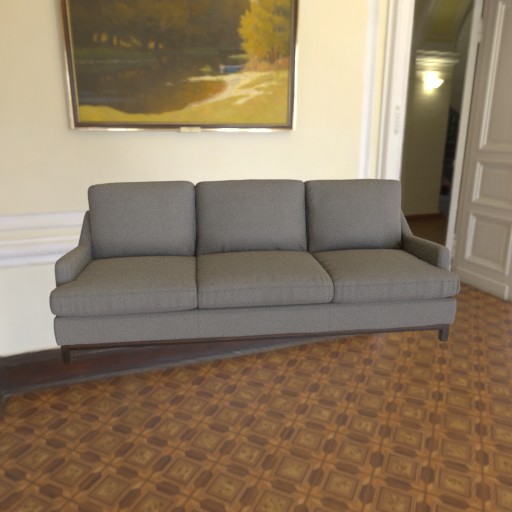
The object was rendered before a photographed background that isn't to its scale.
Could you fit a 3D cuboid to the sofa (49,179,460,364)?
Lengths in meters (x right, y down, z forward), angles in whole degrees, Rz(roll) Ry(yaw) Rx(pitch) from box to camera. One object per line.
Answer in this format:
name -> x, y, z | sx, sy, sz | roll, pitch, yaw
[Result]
sofa -> 0.000, 0.000, 2.908 | 2.344, 0.926, 0.987 | -2, 16, -7
